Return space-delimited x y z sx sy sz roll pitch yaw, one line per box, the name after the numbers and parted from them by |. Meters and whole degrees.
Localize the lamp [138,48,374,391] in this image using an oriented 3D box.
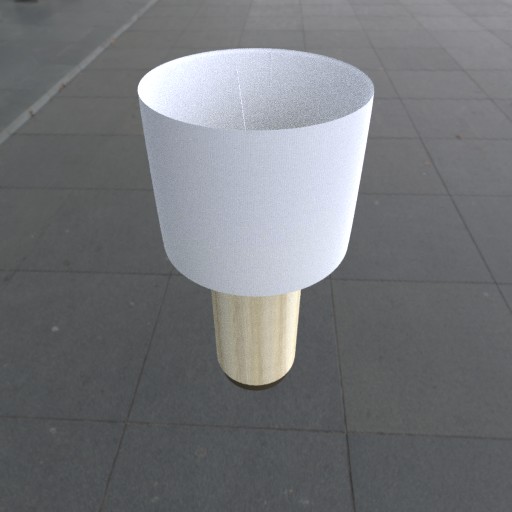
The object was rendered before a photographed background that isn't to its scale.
0.000 0.000 0.574 0.228 0.444 0.228 12 41 14 | lamp
